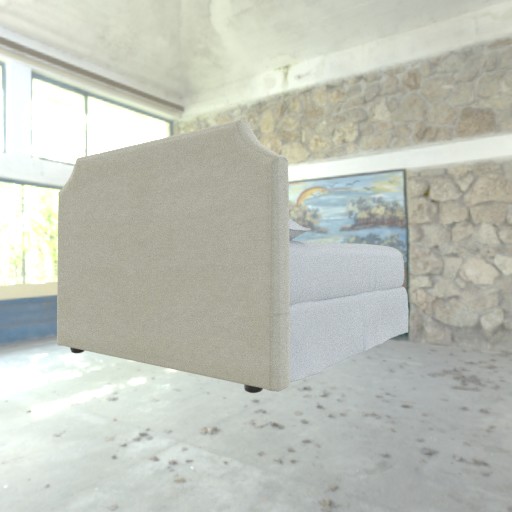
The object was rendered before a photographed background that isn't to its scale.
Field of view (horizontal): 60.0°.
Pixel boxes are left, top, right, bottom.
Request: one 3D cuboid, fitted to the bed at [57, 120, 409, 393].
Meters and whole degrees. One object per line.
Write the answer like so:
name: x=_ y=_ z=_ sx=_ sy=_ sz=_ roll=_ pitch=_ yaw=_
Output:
bed: x=0.000 y=0.000 z=3.357 sx=1.828 sy=1.297 sz=2.164 roll=0 pitch=0 yaw=36
